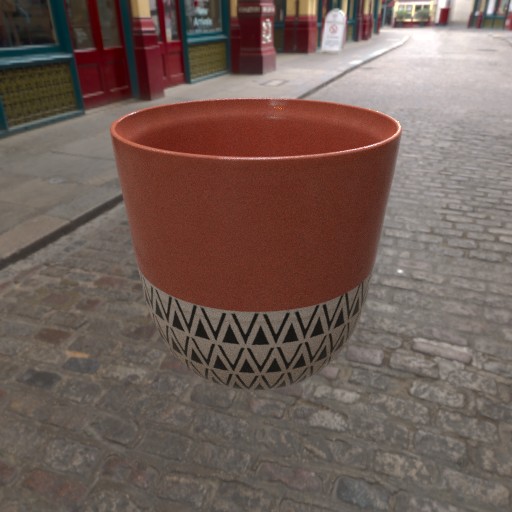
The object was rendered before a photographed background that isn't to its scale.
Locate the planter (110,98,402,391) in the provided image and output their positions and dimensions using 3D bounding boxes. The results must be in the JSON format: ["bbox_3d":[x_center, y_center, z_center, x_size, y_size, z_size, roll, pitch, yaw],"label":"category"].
[{"bbox_3d":[0.000,0.000,0.357,0.195,0.214,0.195,0,28,0],"label":"planter"}]
